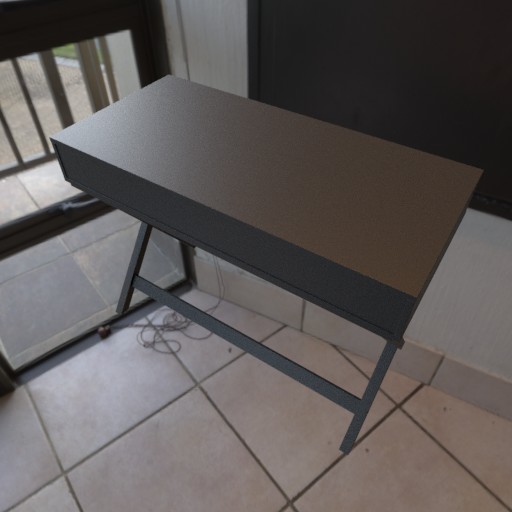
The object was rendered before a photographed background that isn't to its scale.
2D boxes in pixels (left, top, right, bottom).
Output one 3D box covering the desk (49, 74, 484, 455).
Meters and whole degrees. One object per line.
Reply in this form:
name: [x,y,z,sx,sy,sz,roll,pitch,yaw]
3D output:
desk: [0.000,0.000,1.460,1.057,0.780,0.504,25,50,23]
